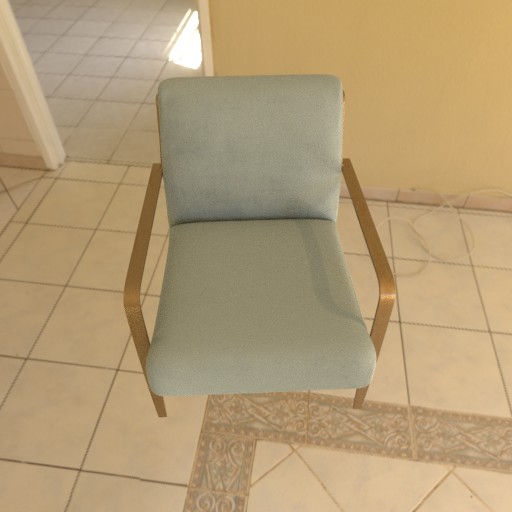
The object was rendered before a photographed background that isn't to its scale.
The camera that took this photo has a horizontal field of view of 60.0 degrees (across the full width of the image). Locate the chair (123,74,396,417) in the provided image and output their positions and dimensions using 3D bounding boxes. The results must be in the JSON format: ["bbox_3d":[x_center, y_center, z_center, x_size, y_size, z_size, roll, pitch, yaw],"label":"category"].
[{"bbox_3d":[0.000,0.000,1.449,0.701,0.824,0.842,-2,48,-2],"label":"chair"}]
